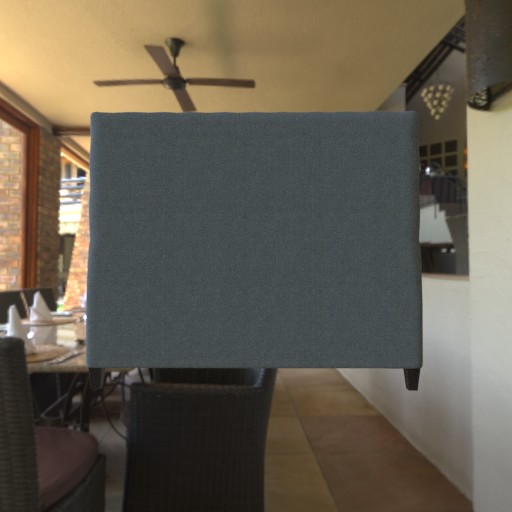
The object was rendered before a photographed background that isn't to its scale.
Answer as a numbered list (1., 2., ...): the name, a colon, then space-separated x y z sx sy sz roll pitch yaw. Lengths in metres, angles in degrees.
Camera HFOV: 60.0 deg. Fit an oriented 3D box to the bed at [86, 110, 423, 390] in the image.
1. bed: 0.000 0.000 3.372 1.698 1.411 2.335 0 -2 1
